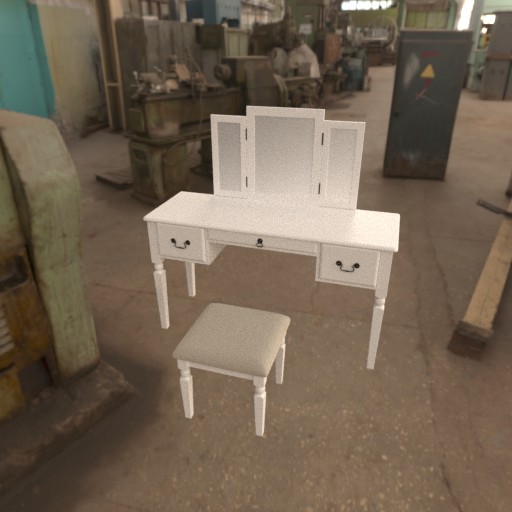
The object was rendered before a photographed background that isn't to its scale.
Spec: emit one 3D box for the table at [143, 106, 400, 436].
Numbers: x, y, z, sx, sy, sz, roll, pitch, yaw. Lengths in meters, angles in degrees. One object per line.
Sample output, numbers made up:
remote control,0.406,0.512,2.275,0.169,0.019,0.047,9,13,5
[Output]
table,0.000,0.000,2.270,1.369,1.310,1.115,8,28,15
